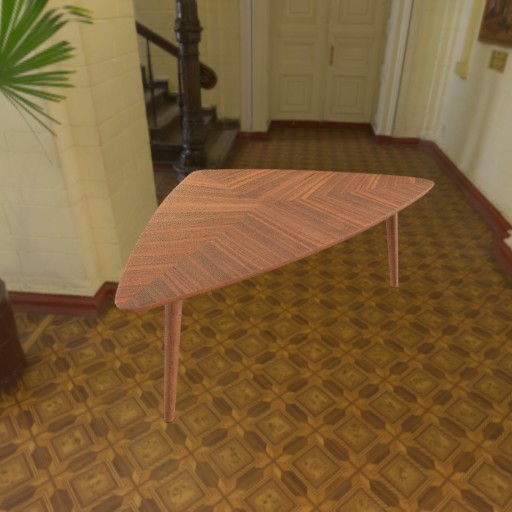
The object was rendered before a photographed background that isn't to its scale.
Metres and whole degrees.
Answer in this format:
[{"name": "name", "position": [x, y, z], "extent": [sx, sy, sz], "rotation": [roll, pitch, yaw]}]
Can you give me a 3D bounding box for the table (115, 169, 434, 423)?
[{"name": "table", "position": [0.000, 0.000, 1.313], "extent": [1.008, 0.365, 0.601], "rotation": [-22, 37, -33]}]
